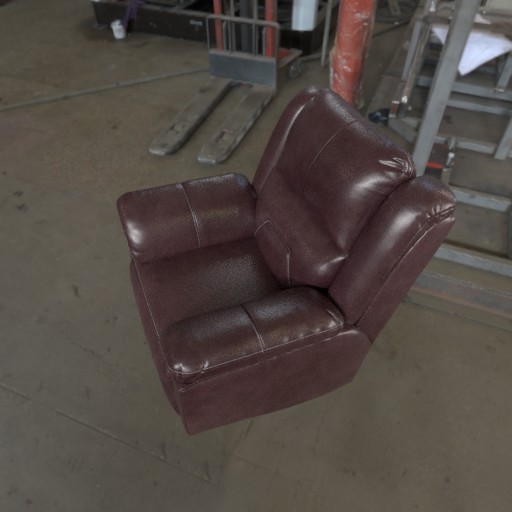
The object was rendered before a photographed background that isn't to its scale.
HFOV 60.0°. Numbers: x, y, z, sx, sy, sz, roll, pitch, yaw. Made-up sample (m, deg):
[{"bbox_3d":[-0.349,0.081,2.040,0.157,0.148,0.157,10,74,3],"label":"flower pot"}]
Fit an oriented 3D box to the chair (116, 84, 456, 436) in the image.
[{"bbox_3d":[0.000,0.000,1.855,1.041,1.093,0.990,-17,48,-16],"label":"chair"}]
